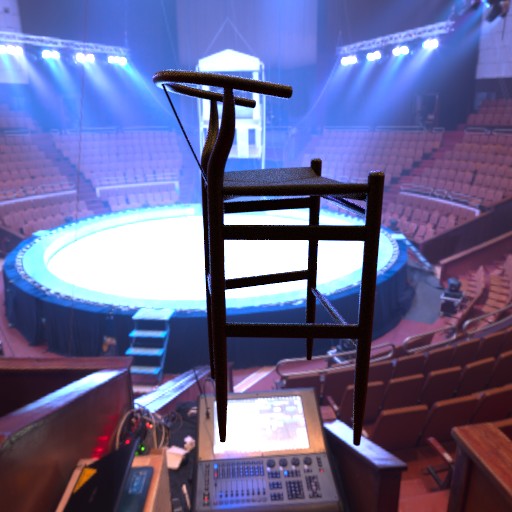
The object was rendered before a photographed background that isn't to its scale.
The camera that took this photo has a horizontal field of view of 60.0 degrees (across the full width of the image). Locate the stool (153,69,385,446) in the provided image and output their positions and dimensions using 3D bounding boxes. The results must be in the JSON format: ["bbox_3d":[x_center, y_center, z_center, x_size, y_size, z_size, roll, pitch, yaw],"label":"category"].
[{"bbox_3d":[0.000,0.000,1.416,0.579,1.072,0.569,-3,16,-9],"label":"stool"}]
